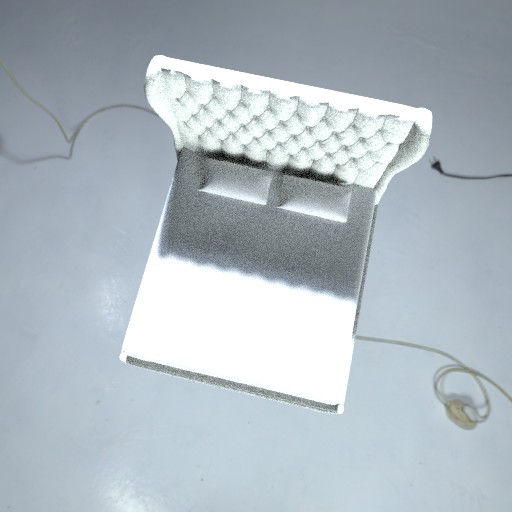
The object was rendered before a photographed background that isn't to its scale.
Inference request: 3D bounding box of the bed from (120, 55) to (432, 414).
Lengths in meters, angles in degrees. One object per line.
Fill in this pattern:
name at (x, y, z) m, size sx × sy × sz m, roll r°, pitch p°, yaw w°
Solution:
bed at (0.000, 0.000, 3.884) m, size 2.219 × 1.771 × 2.347 m, roll 13°, pitch 76°, yaw 3°
